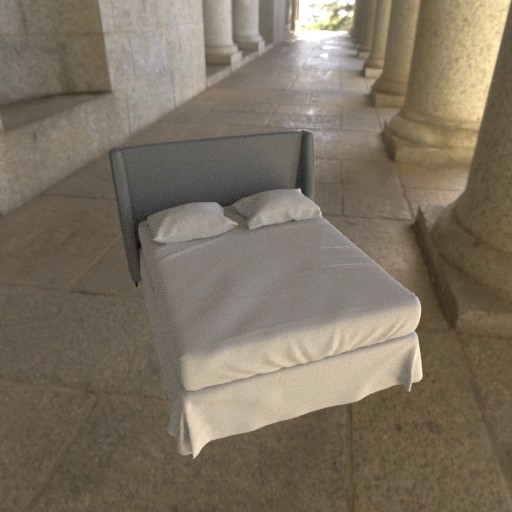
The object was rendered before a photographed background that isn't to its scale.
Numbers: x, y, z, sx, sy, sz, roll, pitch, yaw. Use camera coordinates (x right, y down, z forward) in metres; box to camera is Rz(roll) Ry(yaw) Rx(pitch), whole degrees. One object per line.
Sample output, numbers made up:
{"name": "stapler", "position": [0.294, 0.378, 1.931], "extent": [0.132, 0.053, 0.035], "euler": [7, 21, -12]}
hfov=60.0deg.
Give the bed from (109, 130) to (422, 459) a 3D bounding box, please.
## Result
{"name": "bed", "position": [0.000, 0.000, 3.515], "extent": [1.925, 1.332, 2.276], "euler": [-10, 31, -17]}
